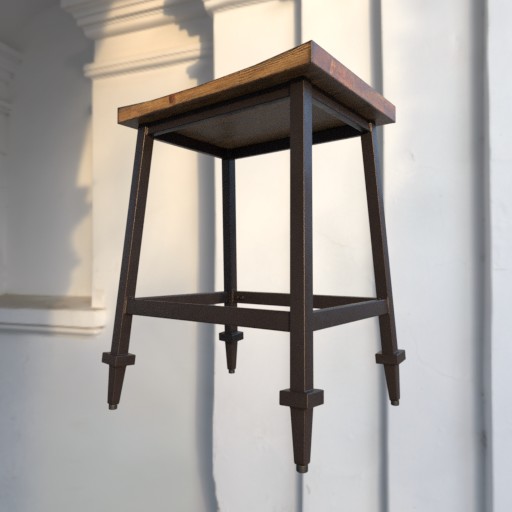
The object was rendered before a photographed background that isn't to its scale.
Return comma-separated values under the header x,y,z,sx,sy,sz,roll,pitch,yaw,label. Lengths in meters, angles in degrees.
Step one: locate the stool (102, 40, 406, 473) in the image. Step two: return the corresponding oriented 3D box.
x,y,z,sx,sy,sz,roll,pitch,yaw,label
0.000,0.000,0.923,0.486,0.625,0.405,-1,-1,37,stool
